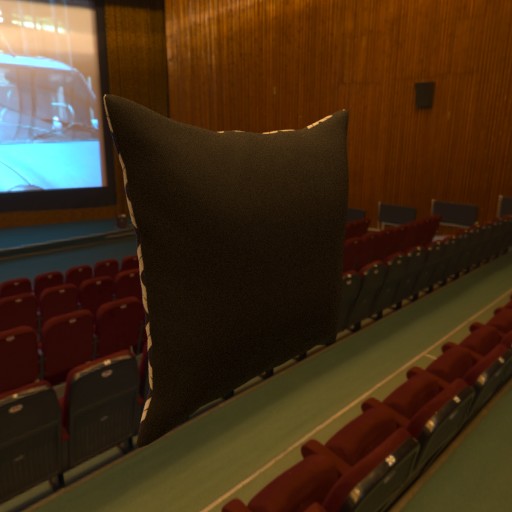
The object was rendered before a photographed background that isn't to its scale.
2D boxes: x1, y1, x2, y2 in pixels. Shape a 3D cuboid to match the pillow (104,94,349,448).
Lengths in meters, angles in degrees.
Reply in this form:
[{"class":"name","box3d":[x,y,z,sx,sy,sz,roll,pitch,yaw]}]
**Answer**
[{"class":"pillow","box3d":[0.000,0.000,0.757,0.188,0.494,0.504,15,22,43]}]
